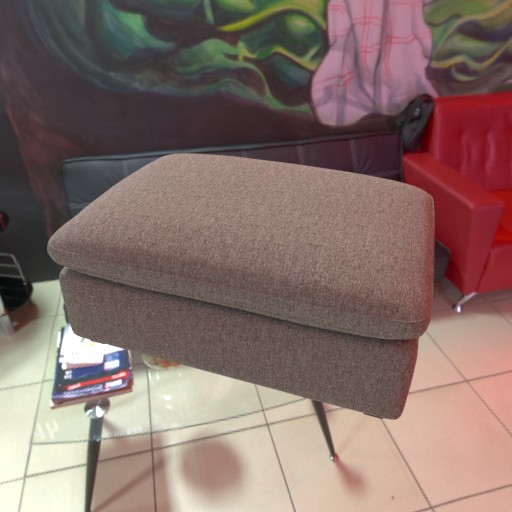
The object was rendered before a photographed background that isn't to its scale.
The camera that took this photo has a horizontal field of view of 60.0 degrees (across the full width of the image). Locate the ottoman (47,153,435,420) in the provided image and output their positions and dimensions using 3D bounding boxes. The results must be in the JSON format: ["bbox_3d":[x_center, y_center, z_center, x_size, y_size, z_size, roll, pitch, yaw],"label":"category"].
[{"bbox_3d":[0.000,0.000,1.352,0.977,0.451,0.694,11,35,16],"label":"ottoman"}]
